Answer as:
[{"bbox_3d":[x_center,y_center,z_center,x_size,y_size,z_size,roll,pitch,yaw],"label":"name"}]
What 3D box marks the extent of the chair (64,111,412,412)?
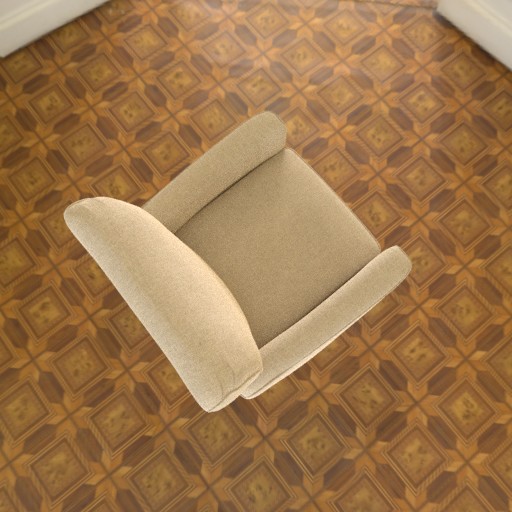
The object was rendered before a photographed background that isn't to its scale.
[{"bbox_3d":[0.000,0.000,1.674,0.859,1.023,0.845,-38,79,-9],"label":"chair"}]
